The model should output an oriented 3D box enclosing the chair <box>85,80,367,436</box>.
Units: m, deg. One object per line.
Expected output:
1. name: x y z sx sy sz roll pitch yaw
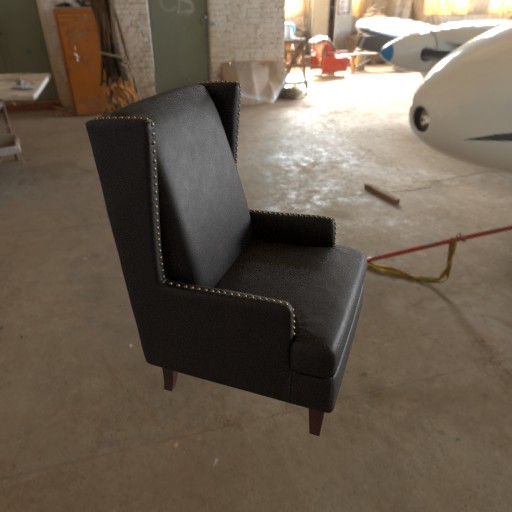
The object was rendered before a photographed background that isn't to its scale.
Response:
1. chair: 0.000 0.000 1.691 0.799 1.142 0.703 11 32 17
